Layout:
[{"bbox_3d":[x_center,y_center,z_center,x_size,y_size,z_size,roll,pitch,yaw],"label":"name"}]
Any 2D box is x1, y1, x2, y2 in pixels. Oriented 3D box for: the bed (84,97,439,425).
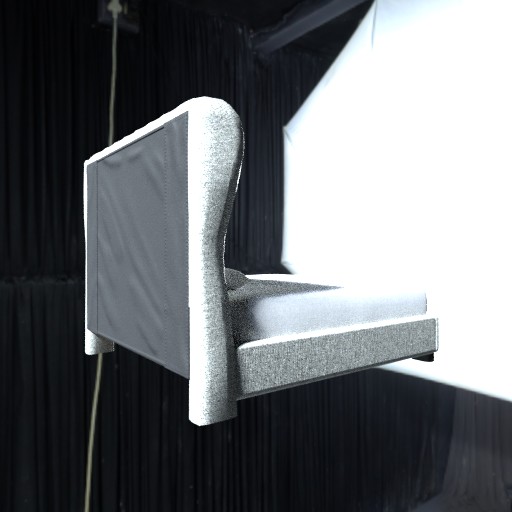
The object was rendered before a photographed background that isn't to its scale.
[{"bbox_3d":[0.000,0.000,3.891,2.347,1.771,2.219,0,1,-36],"label":"bed"}]
